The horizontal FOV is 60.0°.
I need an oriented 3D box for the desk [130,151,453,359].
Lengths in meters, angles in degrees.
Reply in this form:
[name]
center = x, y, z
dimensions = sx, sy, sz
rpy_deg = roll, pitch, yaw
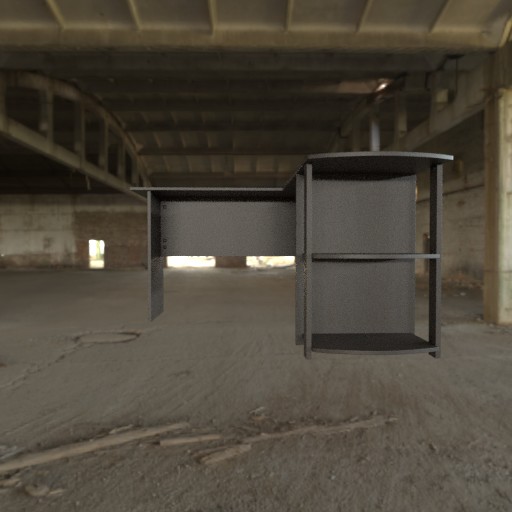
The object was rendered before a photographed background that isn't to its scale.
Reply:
[desk]
center = 0.000, 0.000, 2.115
dimensions = 1.303, 0.716, 1.361
rpy_deg = 0, 1, -2
